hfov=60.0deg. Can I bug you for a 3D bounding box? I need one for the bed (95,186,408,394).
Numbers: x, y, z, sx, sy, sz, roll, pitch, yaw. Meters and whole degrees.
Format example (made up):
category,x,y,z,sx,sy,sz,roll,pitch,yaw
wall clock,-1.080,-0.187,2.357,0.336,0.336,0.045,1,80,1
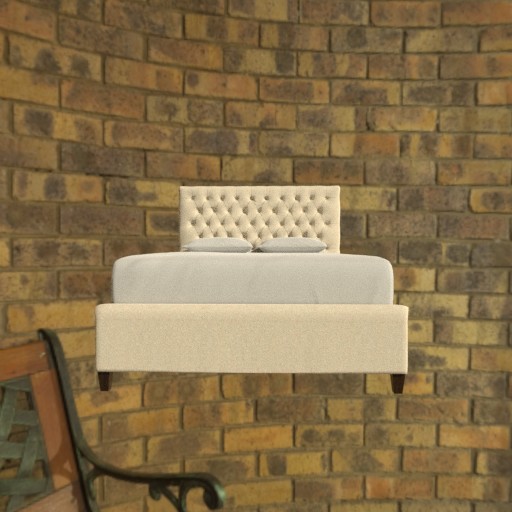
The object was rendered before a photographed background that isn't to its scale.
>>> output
category,x,y,z,sx,sy,sz,roll,pitch,yaw
bed,0.000,0.000,3.526,1.698,1.427,2.387,0,1,2
